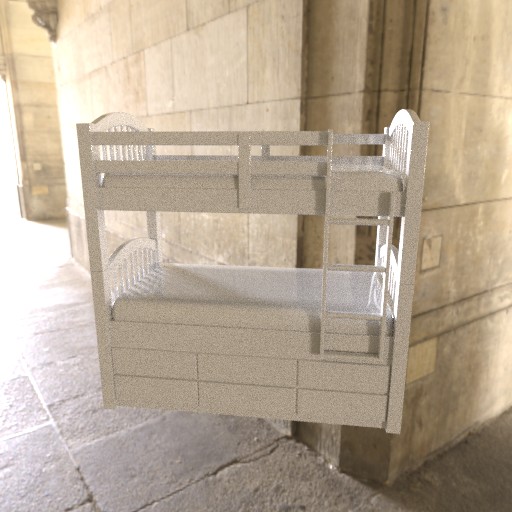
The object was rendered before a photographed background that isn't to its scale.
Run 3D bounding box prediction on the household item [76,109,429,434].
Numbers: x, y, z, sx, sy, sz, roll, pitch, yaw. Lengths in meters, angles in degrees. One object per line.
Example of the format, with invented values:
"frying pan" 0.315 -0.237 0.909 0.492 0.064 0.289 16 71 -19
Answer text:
"household item" 0.000 0.000 3.258 2.032 2.032 1.143 2 15 8
